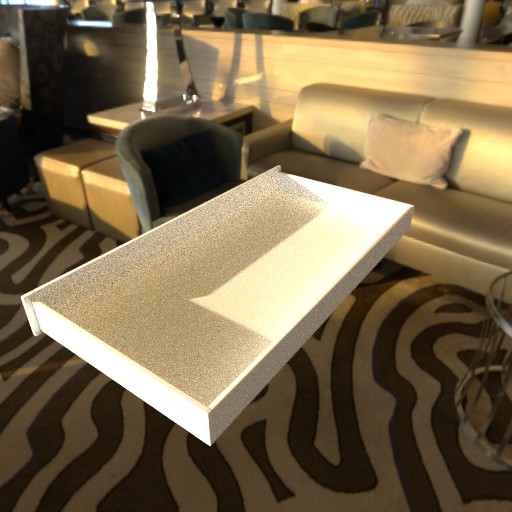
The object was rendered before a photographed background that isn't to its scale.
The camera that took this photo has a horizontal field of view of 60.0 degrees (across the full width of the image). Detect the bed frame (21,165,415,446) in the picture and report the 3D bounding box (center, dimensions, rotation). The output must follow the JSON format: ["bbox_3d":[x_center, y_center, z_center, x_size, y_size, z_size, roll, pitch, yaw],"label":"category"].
[{"bbox_3d":[0.000,0.000,1.546,0.670,0.141,1.300,21,37,30],"label":"bed frame"}]
